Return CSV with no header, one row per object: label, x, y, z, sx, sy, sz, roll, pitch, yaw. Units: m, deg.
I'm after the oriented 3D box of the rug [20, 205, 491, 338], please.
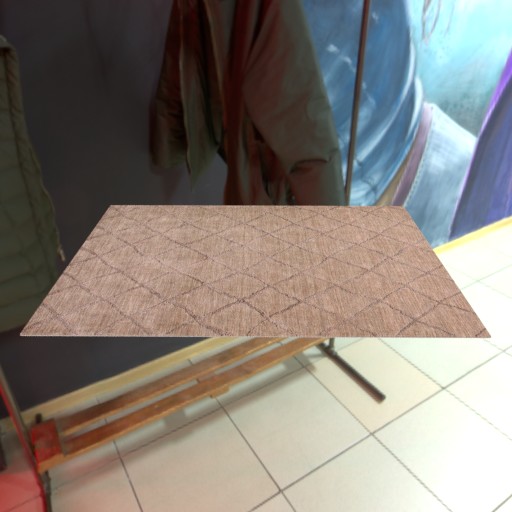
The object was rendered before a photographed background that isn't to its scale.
rug,0.000,0.000,2.796,2.280,0.015,1.521,0,31,0
